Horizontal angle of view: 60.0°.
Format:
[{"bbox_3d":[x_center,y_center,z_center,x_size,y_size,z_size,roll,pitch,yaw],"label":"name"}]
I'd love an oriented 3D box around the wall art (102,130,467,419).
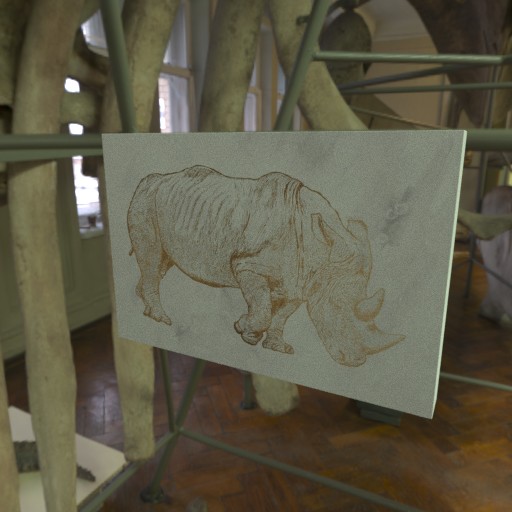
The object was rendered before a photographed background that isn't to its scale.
[{"bbox_3d":[0.000,0.000,0.474,0.381,0.254,0.038,7,16,26],"label":"wall art"}]
